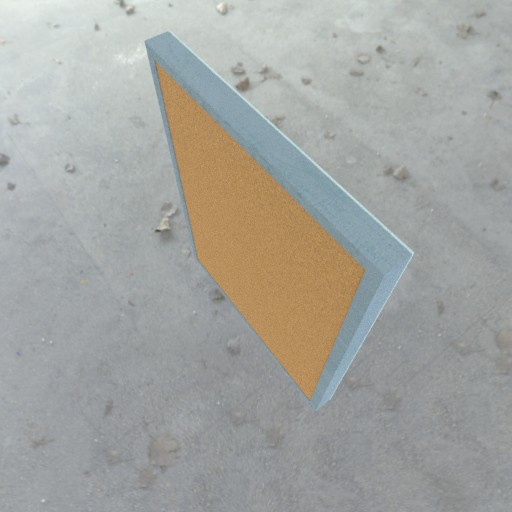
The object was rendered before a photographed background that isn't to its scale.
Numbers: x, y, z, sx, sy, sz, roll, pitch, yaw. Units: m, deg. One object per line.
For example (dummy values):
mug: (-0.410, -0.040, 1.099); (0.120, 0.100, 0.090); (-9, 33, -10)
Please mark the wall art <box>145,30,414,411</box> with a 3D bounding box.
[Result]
wall art: (0.000, 0.000, 0.679); (0.037, 0.509, 0.409); (-32, 64, -18)
